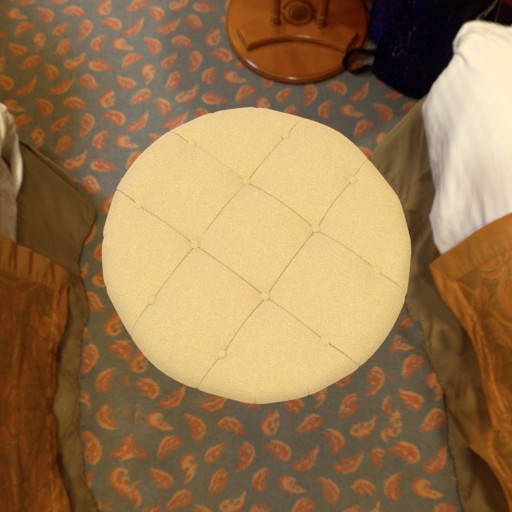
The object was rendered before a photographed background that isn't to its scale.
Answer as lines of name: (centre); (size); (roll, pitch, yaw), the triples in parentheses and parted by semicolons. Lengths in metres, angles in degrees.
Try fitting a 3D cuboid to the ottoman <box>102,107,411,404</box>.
ottoman: (0.000, 0.000, 1.432); (0.901, 0.439, 0.901); (0, 74, 0)
